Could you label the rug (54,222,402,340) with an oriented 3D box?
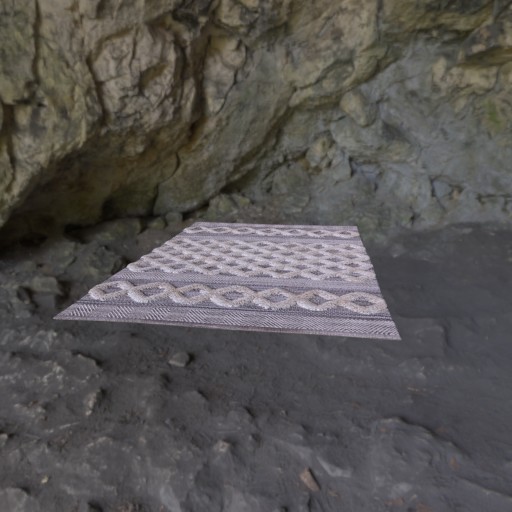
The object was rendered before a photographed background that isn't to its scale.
[{"bbox_3d":[0.000,0.000,2.985,1.513,0.033,2.333,2,15,8],"label":"rug"}]
